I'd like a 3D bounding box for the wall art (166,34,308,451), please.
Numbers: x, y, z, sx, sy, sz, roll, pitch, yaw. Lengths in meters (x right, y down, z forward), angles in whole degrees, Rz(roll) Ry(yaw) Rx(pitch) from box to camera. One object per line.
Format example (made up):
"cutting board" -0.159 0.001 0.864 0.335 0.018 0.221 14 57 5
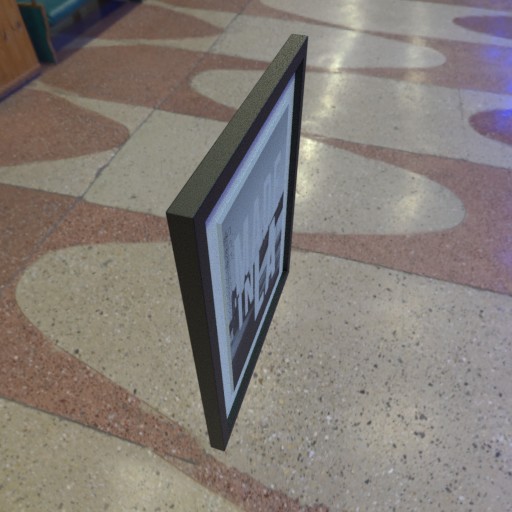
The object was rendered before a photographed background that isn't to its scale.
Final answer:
"wall art" 0.000 0.000 0.752 0.028 0.559 0.457 13 48 12
